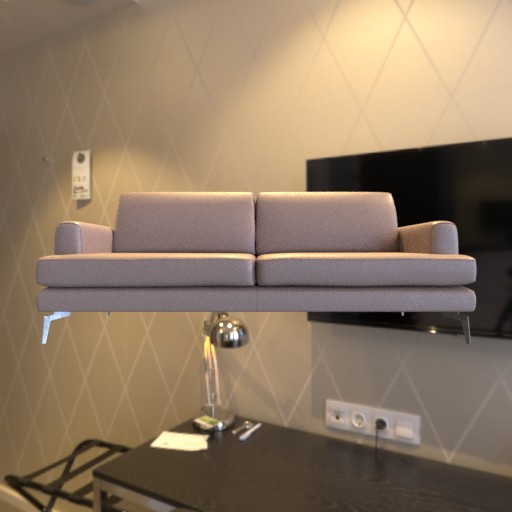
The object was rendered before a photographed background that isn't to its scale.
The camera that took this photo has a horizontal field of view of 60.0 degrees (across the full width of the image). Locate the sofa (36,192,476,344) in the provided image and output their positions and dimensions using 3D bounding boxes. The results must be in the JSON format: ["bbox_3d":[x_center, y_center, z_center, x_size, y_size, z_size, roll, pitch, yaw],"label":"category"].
[{"bbox_3d":[0.000,0.000,2.402,1.940,0.765,0.974,0,0,0],"label":"sofa"}]
